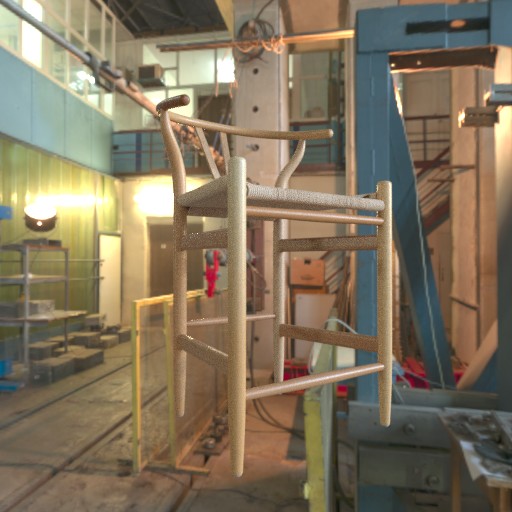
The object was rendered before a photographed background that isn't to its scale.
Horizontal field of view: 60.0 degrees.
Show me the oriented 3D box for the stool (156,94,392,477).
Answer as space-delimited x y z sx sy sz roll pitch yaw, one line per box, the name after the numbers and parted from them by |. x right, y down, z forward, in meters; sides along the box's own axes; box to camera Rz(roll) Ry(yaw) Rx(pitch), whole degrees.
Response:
0.000 0.000 1.290 0.536 0.923 0.575 0 -1 -35 | stool
